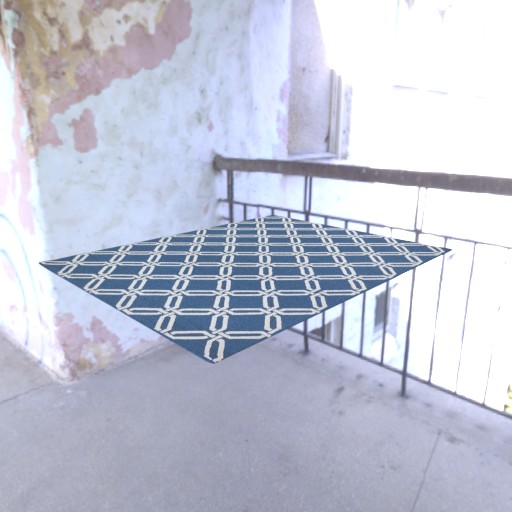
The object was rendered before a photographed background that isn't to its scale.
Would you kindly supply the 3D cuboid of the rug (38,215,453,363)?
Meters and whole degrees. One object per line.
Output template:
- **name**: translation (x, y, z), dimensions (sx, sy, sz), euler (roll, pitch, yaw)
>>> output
- **rug**: translation (0.000, 0.000, 3.871), dimensions (2.277, 0.020, 2.867), euler (16, 23, 43)
